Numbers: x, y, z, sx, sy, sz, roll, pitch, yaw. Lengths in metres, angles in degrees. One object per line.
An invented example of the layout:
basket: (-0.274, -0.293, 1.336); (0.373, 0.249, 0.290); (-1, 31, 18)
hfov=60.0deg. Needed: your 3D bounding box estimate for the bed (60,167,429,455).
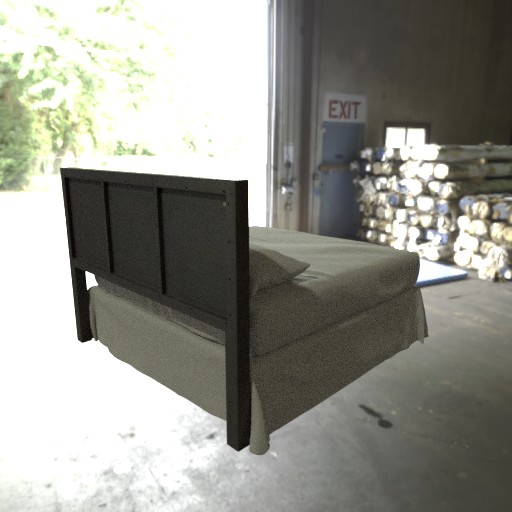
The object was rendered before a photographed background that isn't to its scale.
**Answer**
bed: (0.000, 0.000, 2.906); (1.785, 1.142, 1.772); (-13, 19, -43)
